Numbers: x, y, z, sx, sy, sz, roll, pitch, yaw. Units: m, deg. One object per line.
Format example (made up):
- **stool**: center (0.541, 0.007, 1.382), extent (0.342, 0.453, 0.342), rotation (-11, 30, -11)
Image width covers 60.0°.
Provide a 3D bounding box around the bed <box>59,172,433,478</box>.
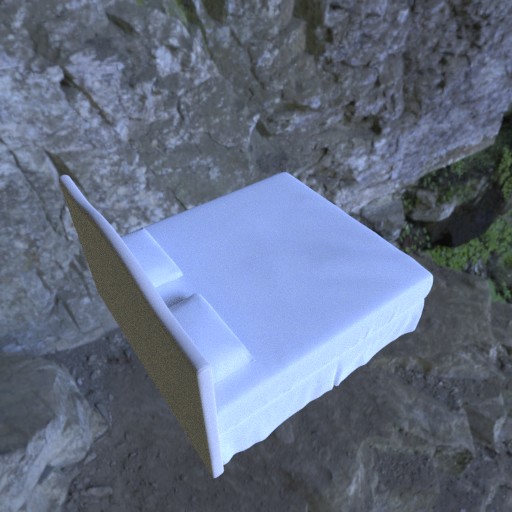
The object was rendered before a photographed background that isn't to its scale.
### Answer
- **bed**: center (0.000, 0.000, 3.560), extent (2.182, 1.421, 2.083), rotation (-26, 49, -25)
